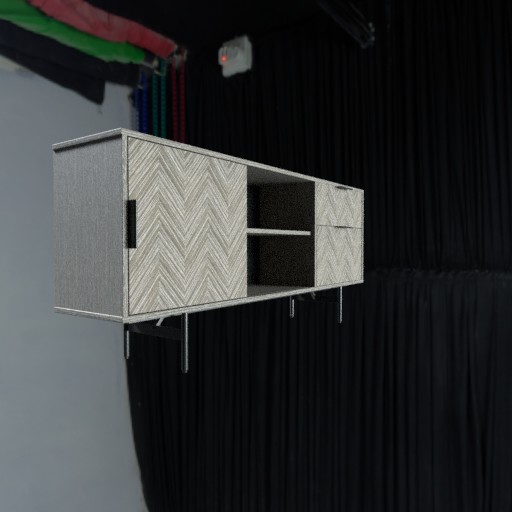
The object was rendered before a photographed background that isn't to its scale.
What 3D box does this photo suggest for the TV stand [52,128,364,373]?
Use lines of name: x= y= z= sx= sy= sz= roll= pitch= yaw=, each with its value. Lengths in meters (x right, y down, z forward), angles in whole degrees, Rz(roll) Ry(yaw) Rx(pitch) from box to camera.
TV stand: x=0.000 y=0.000 z=2.130 sx=0.405 sy=0.787 sz=1.804 roll=1 pitch=2 yaw=36
